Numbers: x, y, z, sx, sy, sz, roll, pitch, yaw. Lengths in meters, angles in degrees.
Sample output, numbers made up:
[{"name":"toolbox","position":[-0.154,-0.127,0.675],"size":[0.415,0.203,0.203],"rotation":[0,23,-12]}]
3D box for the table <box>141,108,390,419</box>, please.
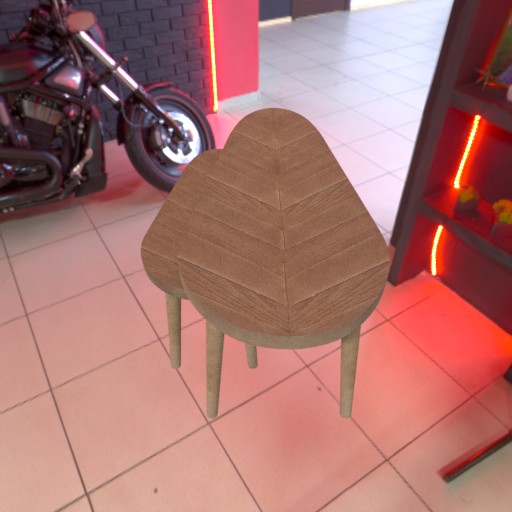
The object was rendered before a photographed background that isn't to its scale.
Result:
[{"name":"table","position":[0.000,0.000,1.601],"size":[0.701,0.595,1.190],"rotation":[0,42,0]}]
